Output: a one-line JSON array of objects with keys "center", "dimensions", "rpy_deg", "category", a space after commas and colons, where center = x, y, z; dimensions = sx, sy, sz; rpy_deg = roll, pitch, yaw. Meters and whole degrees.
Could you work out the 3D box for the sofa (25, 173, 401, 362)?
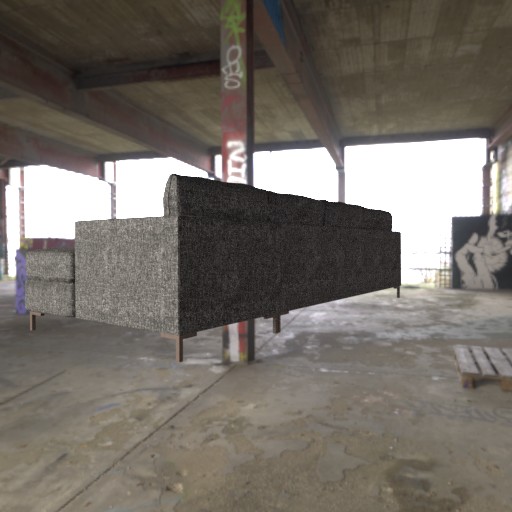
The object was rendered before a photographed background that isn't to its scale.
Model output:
[{"center": [0.000, 0.000, 3.940], "dimensions": [1.488, 0.970, 3.384], "rpy_deg": [1, 2, 36], "category": "sofa"}]
